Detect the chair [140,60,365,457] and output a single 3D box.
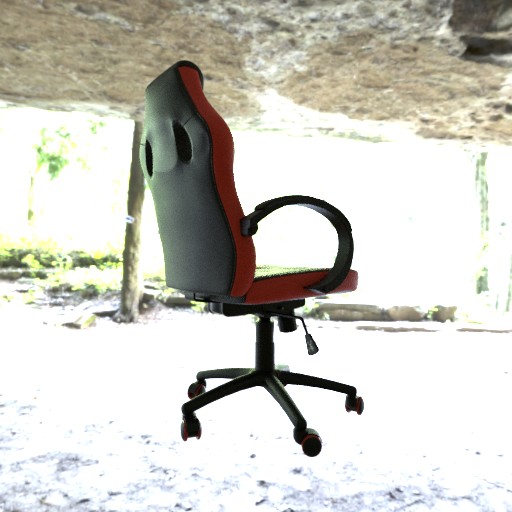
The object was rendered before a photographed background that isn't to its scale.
[{"bbox_3d":[0.000,0.000,1.366,0.642,1.016,0.600,0,1,-36],"label":"chair"}]
